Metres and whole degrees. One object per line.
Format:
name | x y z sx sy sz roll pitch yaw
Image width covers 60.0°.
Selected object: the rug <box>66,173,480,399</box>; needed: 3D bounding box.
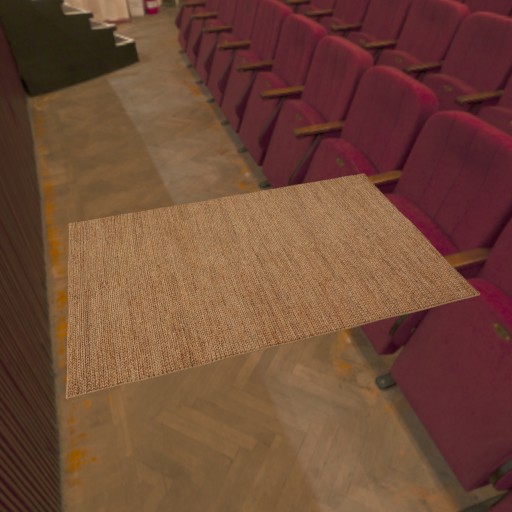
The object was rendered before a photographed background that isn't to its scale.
rug | 0.000 0.000 3.015 2.438 0.034 1.521 -11 42 -13
